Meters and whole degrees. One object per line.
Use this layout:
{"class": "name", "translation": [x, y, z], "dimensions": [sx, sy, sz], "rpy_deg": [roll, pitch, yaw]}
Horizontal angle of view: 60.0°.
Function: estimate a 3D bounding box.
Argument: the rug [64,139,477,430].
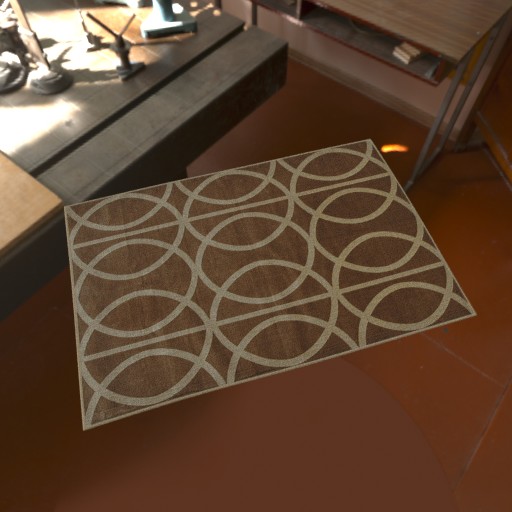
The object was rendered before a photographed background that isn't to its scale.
{"class": "rug", "translation": [0.000, 0.000, 2.821], "dimensions": [2.290, 0.014, 1.526], "rpy_deg": [-14, 59, -9]}
